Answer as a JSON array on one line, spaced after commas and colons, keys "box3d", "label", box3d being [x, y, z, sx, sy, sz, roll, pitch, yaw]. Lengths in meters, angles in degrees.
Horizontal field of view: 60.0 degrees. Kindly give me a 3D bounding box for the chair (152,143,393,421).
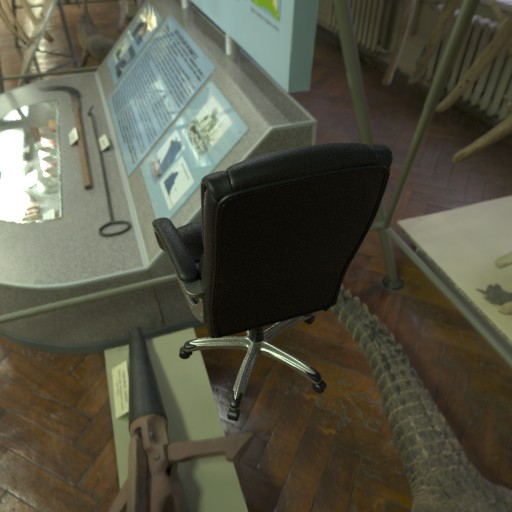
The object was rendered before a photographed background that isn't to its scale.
[{"box3d": [0.000, 0.000, 1.615, 0.663, 1.155, 0.739, -13, 42, -15], "label": "chair"}]
